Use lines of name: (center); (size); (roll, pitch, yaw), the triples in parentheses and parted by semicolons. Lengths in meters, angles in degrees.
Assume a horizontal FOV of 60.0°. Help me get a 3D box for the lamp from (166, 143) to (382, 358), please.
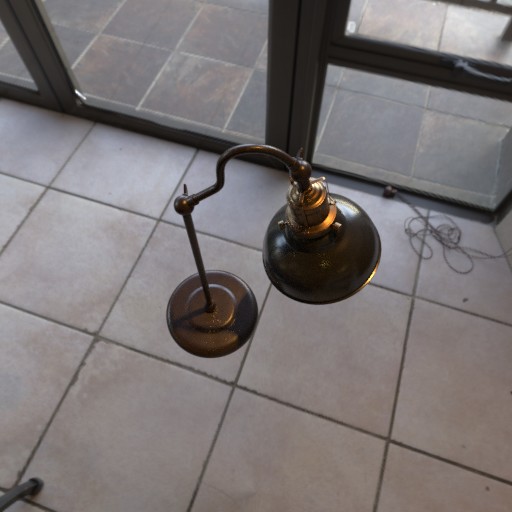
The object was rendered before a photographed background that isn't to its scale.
lamp: (0.000, 0.000, 0.702); (0.374, 0.508, 0.192); (0, 62, 0)
